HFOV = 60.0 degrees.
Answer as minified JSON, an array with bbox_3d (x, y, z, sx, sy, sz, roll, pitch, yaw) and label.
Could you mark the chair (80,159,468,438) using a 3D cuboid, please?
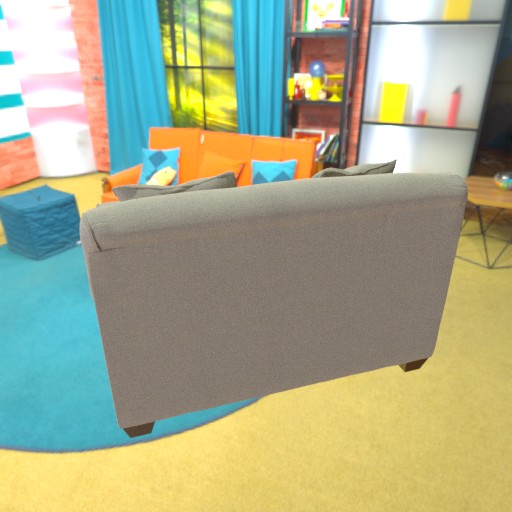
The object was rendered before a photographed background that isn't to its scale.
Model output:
[{"bbox_3d":[0.000,0.000,2.046,1.383,0.948,1.000,-8,28,-16],"label":"chair"}]
